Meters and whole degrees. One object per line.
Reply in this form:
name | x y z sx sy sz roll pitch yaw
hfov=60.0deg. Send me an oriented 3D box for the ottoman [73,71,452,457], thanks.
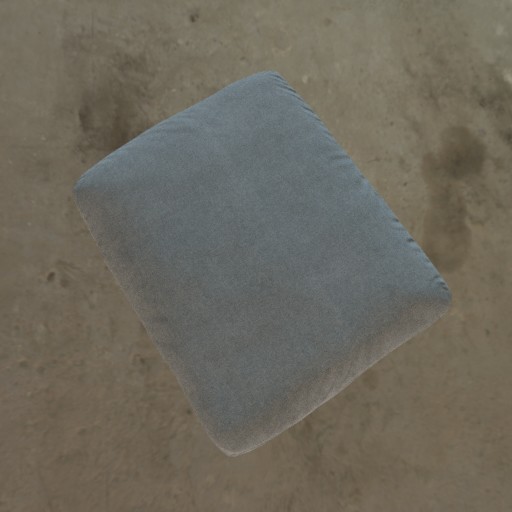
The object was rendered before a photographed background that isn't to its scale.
ottoman | 0.000 0.000 1.241 0.683 0.481 0.837 -33 78 -8
